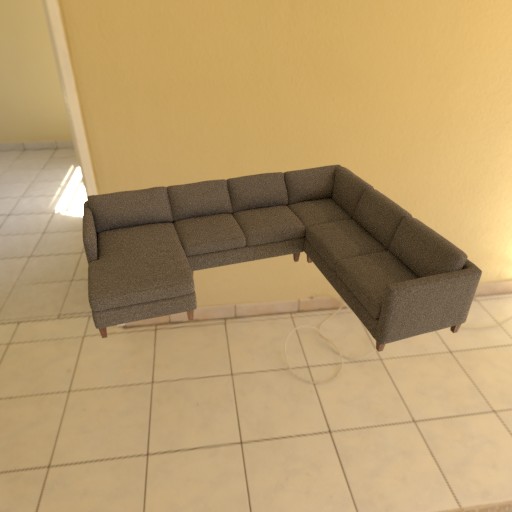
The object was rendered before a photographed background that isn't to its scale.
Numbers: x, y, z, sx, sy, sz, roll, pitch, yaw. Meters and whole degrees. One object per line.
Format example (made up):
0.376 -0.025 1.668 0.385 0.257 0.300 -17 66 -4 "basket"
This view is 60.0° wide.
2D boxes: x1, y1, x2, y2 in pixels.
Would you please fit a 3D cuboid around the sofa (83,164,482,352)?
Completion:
0.000 0.000 4.448 3.238 0.853 2.551 -10 33 -15 "sofa"
